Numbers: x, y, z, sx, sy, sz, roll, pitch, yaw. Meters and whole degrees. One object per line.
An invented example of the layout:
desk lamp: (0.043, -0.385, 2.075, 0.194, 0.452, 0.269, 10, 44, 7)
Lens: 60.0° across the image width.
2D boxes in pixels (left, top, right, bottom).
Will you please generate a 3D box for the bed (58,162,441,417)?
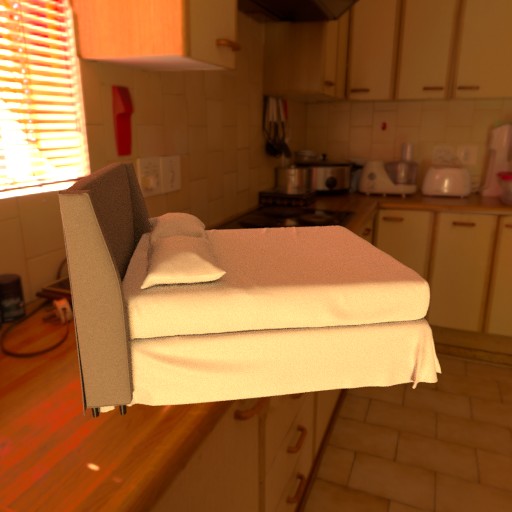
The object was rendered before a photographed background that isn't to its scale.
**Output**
bed: (0.000, 0.000, 3.404, 2.276, 1.332, 1.925, -2, 17, -8)
